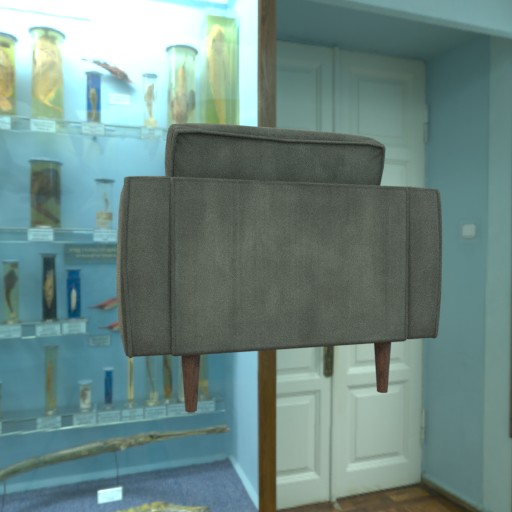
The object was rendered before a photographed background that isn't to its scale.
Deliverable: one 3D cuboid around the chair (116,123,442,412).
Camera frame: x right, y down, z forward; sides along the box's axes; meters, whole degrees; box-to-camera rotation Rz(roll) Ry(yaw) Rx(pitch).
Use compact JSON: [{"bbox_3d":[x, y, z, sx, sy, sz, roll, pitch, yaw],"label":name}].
[{"bbox_3d":[0.000,0.000,1.559,0.928,0.773,0.843,0,1,-16],"label":"chair"}]
